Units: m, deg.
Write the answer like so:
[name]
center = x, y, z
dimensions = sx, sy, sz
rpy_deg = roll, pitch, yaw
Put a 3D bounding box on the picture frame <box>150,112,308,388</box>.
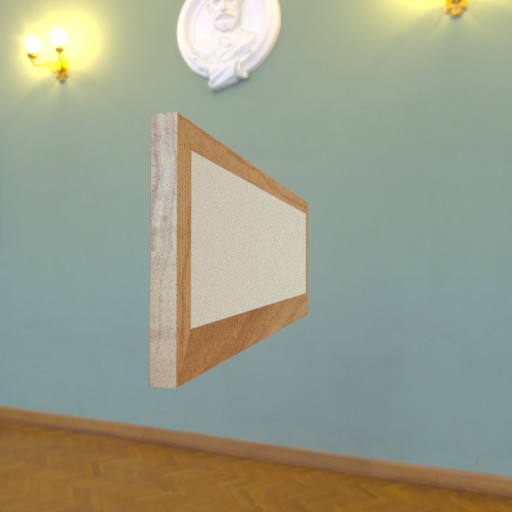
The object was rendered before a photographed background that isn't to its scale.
[picture frame]
center = 0.000, 0.000, 0.658
dimensions = 0.045, 0.234, 0.582
rpy_deg = 0, -1, 18
